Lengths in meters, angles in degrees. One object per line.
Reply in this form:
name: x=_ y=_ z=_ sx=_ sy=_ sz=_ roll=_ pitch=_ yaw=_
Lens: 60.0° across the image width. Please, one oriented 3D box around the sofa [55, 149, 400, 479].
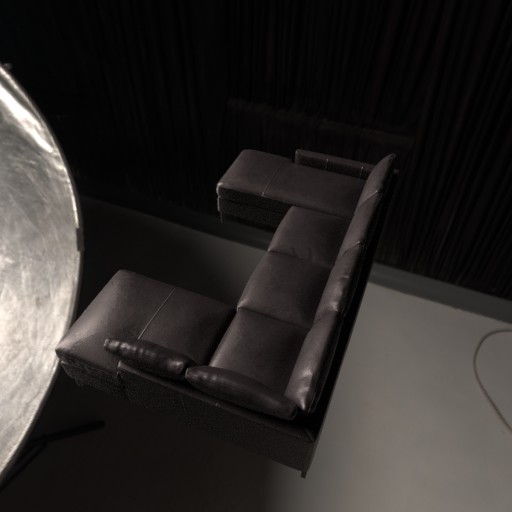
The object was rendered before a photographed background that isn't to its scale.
sofa: x=0.000 y=0.000 z=3.884 sx=1.939 sy=0.900 sz=2.956 roll=16 pitch=48 yaw=15
